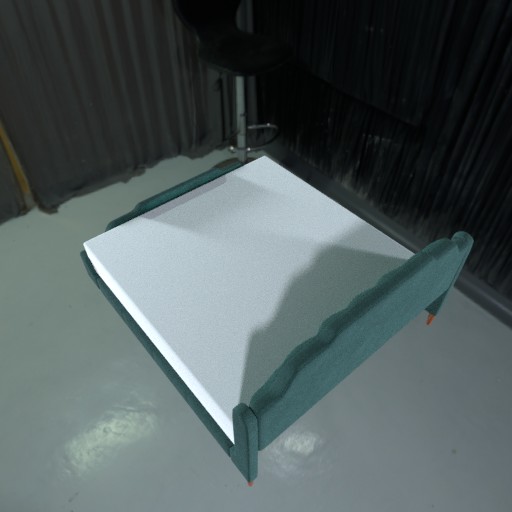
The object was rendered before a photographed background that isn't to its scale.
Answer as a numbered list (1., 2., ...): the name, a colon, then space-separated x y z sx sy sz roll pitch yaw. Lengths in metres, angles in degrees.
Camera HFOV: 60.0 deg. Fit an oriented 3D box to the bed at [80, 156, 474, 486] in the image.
1. bed: 0.000 0.000 3.549 2.074 1.245 2.340 -31 54 -27
